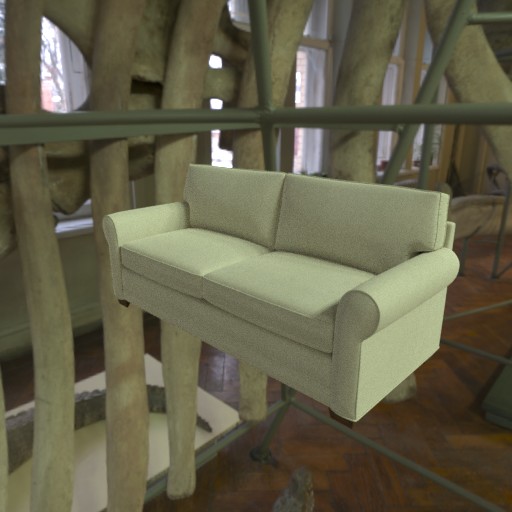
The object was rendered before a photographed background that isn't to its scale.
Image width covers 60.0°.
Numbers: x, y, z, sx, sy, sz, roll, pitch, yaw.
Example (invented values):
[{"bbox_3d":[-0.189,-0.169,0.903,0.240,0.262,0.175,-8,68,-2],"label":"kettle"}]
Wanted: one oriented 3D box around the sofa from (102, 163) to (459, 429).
[{"bbox_3d":[0.000,0.000,2.706,2.146,0.962,0.901,16,24,41],"label":"sofa"}]
